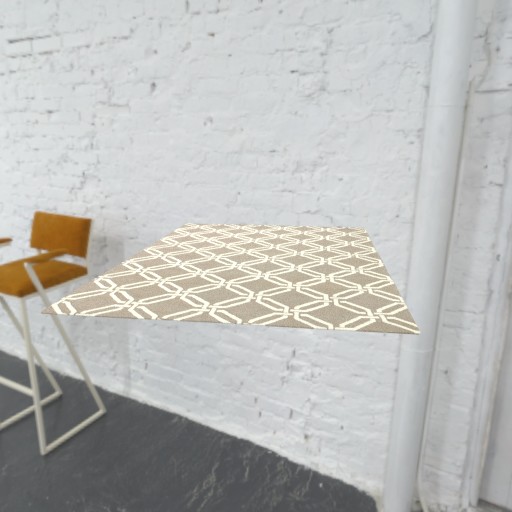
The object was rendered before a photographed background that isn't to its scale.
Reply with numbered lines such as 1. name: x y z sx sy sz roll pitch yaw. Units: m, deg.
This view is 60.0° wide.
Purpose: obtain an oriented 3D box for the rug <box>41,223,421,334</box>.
1. rug: 0.000 0.000 4.413 2.441 0.020 3.419 2 14 8
